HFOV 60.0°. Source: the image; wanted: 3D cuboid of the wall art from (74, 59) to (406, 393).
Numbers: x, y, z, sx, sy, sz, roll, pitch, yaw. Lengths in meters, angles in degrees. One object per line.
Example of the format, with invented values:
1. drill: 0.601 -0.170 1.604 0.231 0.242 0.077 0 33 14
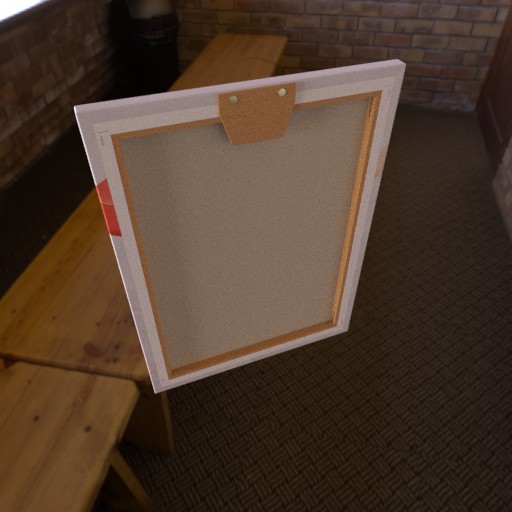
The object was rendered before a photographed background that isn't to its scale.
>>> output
1. wall art: 0.000 0.000 1.305 0.759 1.014 0.045 -15 44 -15
